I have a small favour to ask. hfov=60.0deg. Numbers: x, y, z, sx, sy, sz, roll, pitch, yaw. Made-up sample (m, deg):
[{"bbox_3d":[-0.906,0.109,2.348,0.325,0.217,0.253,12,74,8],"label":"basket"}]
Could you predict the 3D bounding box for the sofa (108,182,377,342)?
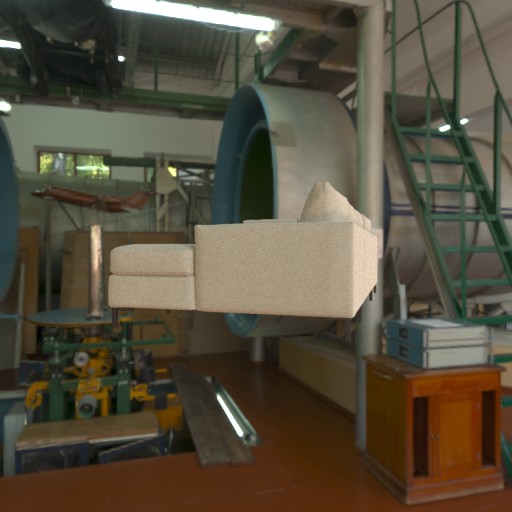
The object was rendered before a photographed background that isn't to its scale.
[{"bbox_3d":[0.000,0.000,3.952,1.989,0.862,2.984,0,1,18],"label":"sofa"}]
